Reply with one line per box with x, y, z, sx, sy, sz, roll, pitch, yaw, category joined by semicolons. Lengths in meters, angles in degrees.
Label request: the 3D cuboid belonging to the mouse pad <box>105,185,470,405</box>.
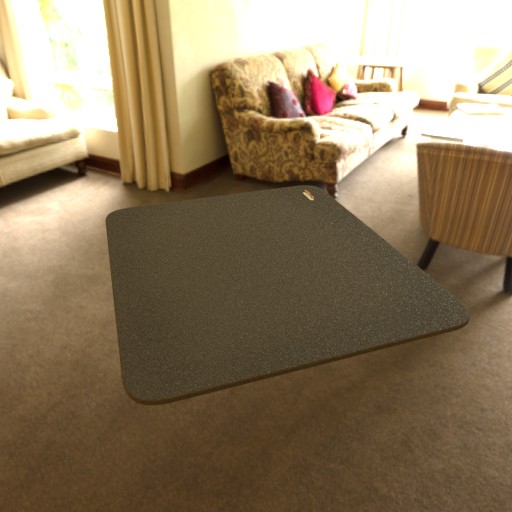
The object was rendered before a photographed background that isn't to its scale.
0.000;0.000;0.324;0.203;0.003;0.229;-10;32;-16;mouse pad
